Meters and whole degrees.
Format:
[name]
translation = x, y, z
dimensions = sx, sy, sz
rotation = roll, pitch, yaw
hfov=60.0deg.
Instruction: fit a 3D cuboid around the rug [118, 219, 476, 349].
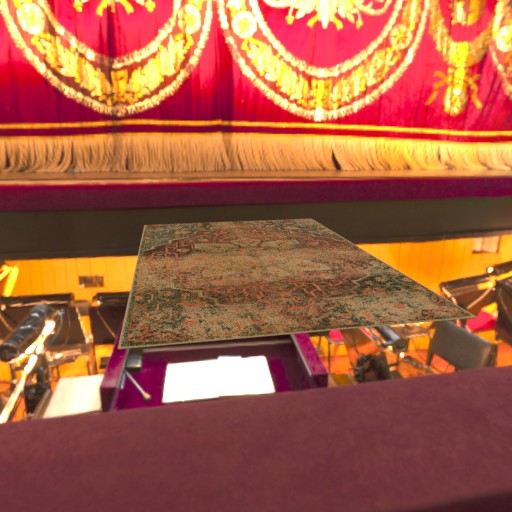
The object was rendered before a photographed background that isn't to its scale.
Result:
[rug]
translation = 0.000, 0.000, 2.912
dimensions = 1.566, 0.004, 2.363
rotation = -3, 16, -10
